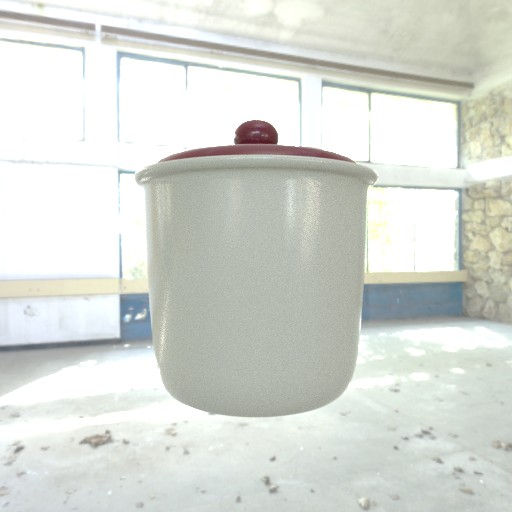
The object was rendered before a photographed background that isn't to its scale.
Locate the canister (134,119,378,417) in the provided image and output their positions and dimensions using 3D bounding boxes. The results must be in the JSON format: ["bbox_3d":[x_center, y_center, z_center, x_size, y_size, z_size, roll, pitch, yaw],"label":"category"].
[{"bbox_3d":[0.000,0.000,0.343,0.182,0.208,0.182,0,1,0],"label":"canister"}]
